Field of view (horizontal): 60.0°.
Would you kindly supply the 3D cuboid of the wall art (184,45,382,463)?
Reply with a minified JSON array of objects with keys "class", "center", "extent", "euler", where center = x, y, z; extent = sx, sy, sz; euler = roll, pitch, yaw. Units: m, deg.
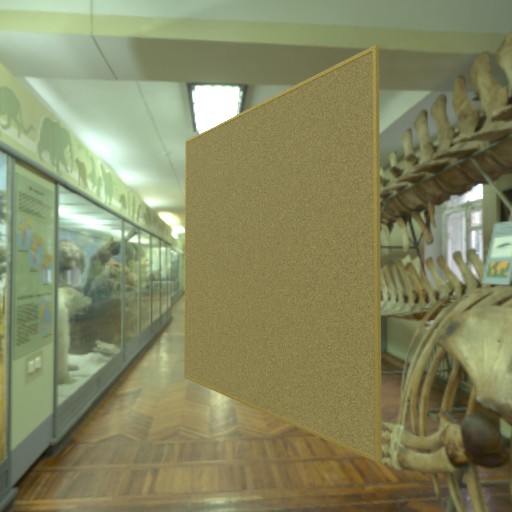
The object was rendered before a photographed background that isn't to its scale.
[{"class":"wall art","center":[0.000,0.000,1.409],"extent":[0.013,0.959,0.962],"euler":[1,-2,-36]}]
